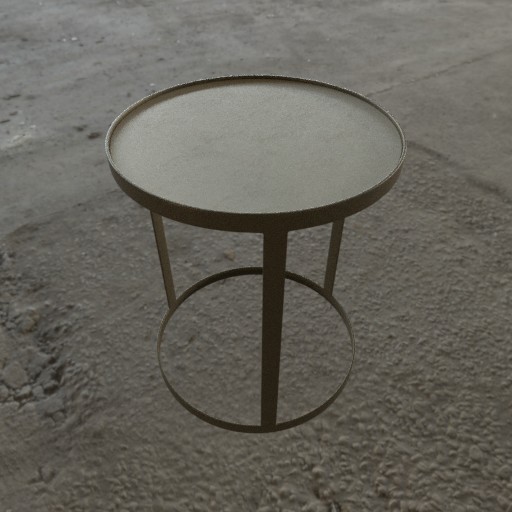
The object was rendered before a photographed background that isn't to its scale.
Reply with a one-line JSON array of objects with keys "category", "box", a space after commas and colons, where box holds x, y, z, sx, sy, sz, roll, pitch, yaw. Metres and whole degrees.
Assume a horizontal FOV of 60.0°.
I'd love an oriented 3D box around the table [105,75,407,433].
[{"category": "table", "box": [0.000, 0.000, 0.915, 0.480, 0.565, 0.480, 0, 42, 0]}]
